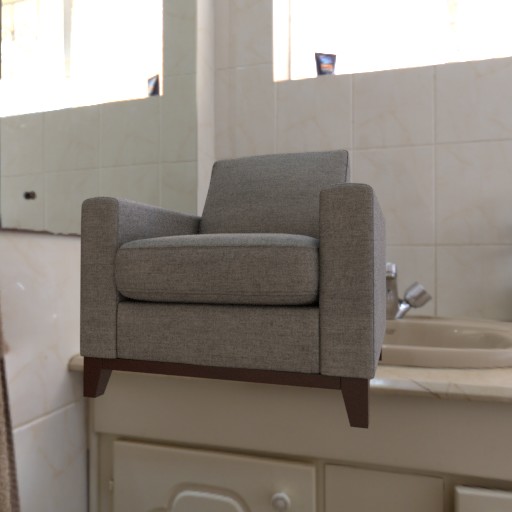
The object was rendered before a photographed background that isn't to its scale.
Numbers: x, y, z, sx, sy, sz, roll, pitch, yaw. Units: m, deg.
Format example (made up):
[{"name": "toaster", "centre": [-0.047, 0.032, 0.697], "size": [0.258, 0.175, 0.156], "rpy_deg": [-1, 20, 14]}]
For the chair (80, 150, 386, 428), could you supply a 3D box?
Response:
[{"name": "chair", "centre": [0.000, 0.000, 1.875], "size": [1.024, 1.010, 1.038], "rpy_deg": [0, -1, 18]}]
